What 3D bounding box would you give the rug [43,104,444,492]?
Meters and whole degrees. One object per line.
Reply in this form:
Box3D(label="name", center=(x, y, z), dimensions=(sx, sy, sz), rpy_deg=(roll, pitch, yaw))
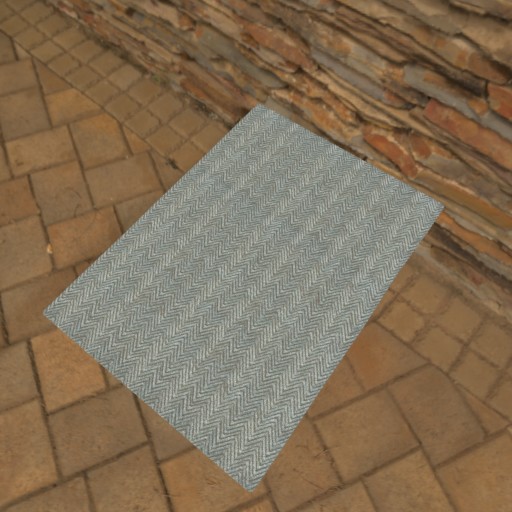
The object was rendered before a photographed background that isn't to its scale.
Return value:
Box3D(label="rug", center=(0.000, 0.000, 5.175), dimensions=(2.894, 0.011, 3.957), rpy_deg=(34, 68, 16))
